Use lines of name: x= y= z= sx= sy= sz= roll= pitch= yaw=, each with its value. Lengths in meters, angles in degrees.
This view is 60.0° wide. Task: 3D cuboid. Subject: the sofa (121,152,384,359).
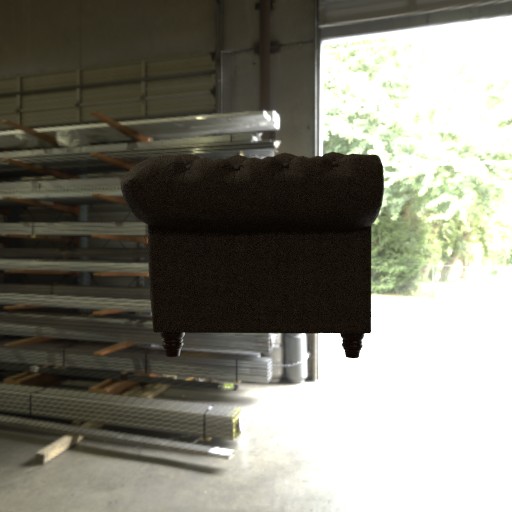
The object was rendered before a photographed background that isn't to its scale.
sofa: x=0.000 y=0.000 z=2.500 sx=0.944 sy=0.780 sz=2.048 roll=0 pitch=0 yaw=2
